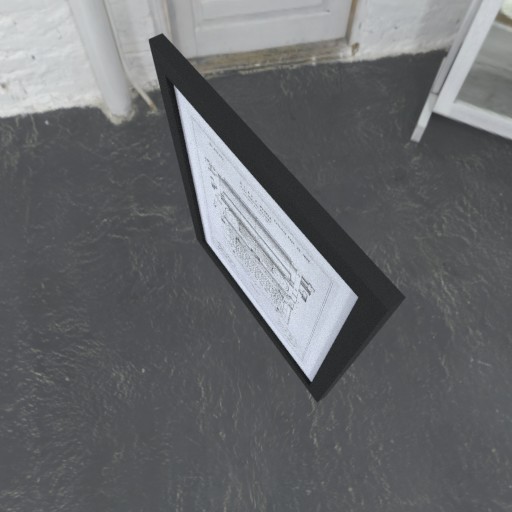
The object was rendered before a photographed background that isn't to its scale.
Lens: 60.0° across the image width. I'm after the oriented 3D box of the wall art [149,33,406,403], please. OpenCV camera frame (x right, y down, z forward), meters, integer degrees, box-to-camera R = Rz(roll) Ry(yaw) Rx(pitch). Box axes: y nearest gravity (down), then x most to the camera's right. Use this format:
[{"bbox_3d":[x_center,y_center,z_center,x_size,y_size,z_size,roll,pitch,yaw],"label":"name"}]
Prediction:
[{"bbox_3d":[0.000,0.000,0.695,0.021,0.508,0.432,-32,67,-15],"label":"wall art"}]
